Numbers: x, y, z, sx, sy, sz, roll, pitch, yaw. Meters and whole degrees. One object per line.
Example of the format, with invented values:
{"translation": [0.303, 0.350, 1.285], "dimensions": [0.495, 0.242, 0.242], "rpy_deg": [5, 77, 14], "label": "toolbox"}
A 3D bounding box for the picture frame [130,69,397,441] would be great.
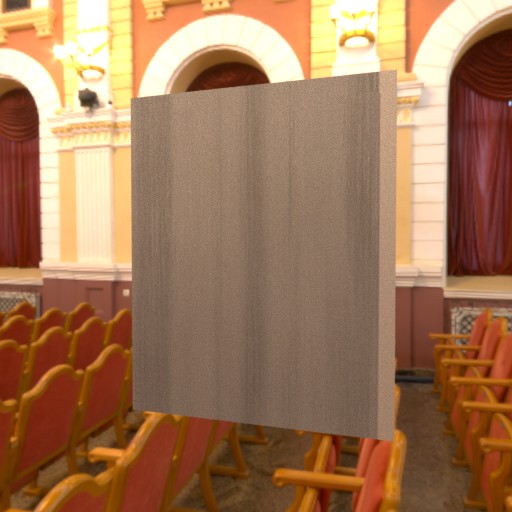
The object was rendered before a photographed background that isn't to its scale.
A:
{"translation": [0.000, 0.000, 0.748], "dimensions": [0.449, 0.555, 0.046], "rpy_deg": [0, 2, 17], "label": "picture frame"}
